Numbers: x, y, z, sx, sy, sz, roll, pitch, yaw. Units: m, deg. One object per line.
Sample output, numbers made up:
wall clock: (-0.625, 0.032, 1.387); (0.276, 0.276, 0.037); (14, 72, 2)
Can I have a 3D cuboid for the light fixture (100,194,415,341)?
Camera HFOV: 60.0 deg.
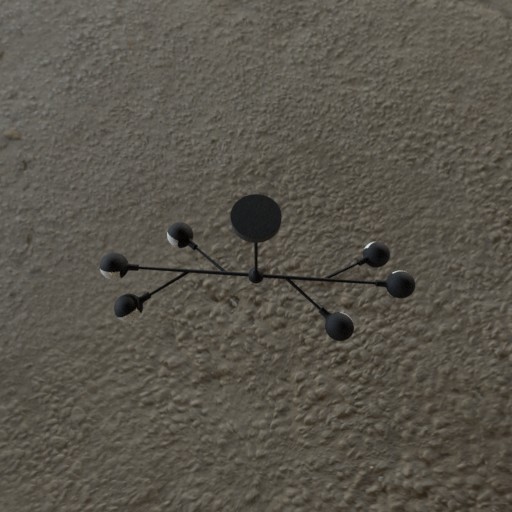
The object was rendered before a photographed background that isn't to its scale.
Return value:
light fixture: (0.000, 0.000, 1.035); (0.778, 0.362, 0.434); (18, 65, 9)
